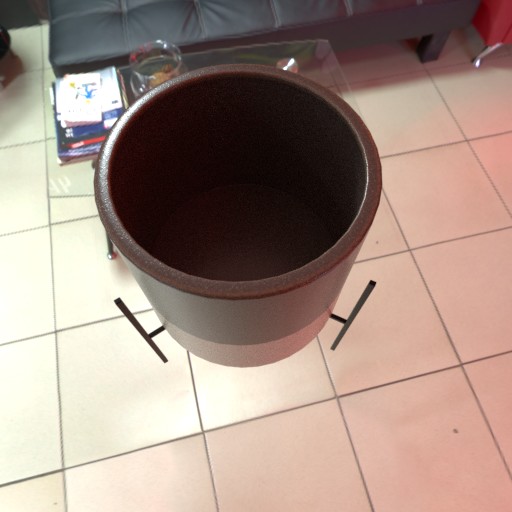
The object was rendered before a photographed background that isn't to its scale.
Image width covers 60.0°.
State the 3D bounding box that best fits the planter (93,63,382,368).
[{"bbox_3d":[0.000,0.000,0.516,0.260,0.353,0.250,17,65,8],"label":"planter"}]
